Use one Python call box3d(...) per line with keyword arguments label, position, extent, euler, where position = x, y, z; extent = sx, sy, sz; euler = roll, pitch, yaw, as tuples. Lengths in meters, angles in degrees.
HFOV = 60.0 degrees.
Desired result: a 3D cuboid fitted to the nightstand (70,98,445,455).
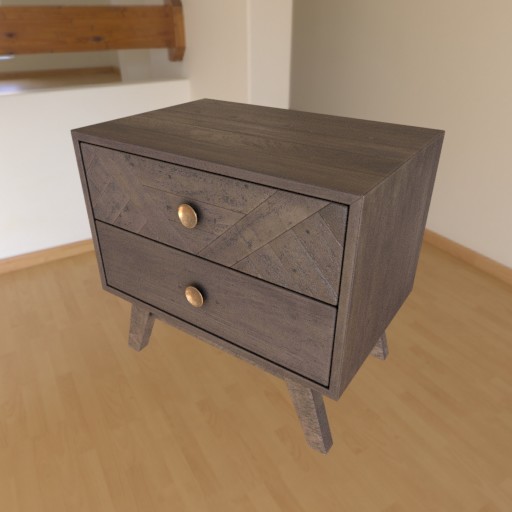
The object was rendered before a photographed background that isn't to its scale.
box3d(label="nightstand", position=(0.000, 0.000, 1.068), extent=(0.650, 0.599, 0.450), euler=(19, 34, 29))
